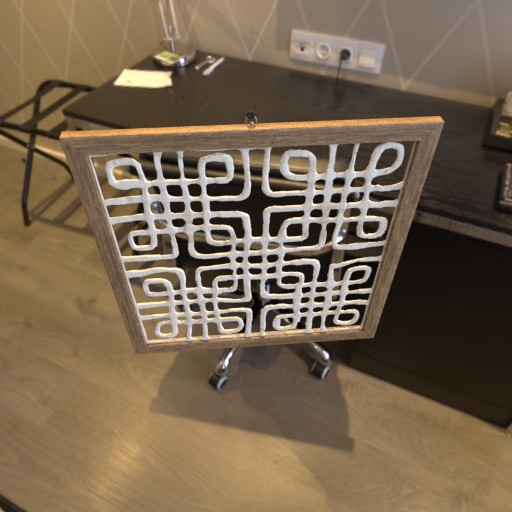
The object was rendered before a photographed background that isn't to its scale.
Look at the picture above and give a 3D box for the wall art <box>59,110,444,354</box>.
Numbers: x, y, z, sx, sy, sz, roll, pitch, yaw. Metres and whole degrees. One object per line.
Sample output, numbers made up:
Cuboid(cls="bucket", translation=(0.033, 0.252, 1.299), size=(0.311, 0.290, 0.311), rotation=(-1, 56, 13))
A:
Cuboid(cls="wall art", translation=(0.000, 0.000, 0.841), size=(0.561, 0.582, 0.021), rotation=(-3, 45, -3))
